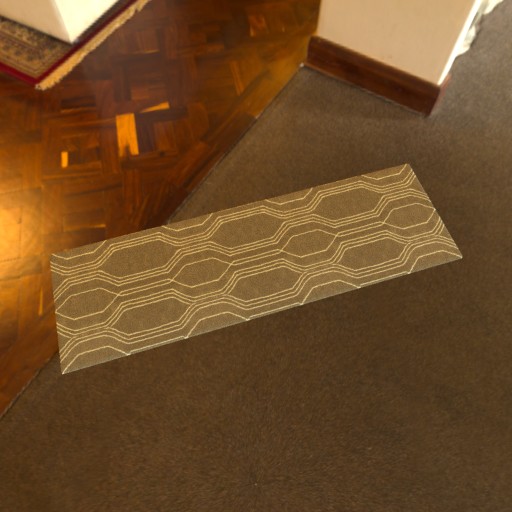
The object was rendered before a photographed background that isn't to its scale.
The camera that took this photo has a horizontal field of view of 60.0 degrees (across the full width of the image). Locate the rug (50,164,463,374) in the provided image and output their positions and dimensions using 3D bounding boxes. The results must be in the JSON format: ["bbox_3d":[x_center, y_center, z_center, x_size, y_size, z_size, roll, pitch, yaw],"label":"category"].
[{"bbox_3d":[0.000,0.000,2.765,2.464,0.012,0.773,-15,64,-8],"label":"rug"}]
